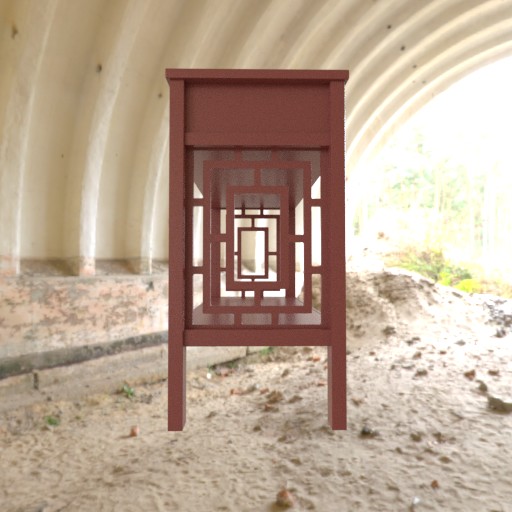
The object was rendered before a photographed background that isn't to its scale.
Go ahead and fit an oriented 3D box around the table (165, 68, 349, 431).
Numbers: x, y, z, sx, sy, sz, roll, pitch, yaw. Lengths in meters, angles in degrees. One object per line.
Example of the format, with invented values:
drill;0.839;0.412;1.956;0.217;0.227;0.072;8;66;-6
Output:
table;0.000;0.000;1.451;0.397;0.753;1.068;0;-2;-1
